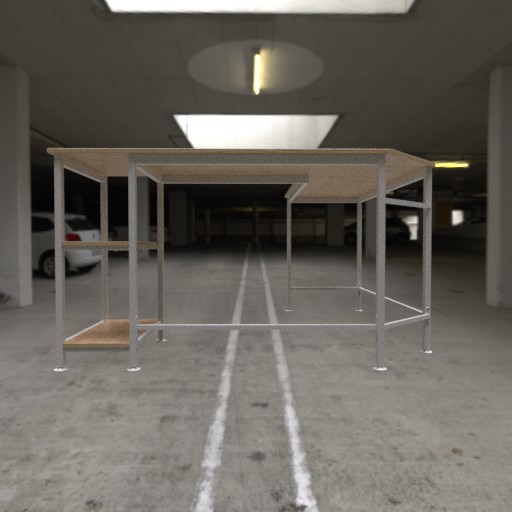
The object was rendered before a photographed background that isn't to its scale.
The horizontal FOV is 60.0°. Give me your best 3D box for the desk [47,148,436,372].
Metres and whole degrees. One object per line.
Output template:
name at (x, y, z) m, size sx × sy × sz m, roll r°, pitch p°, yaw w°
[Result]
desk at (0.000, 0.000, 2.153) m, size 1.379 × 0.739 × 1.379 m, roll 0°, pitch 1°, yaw -1°
